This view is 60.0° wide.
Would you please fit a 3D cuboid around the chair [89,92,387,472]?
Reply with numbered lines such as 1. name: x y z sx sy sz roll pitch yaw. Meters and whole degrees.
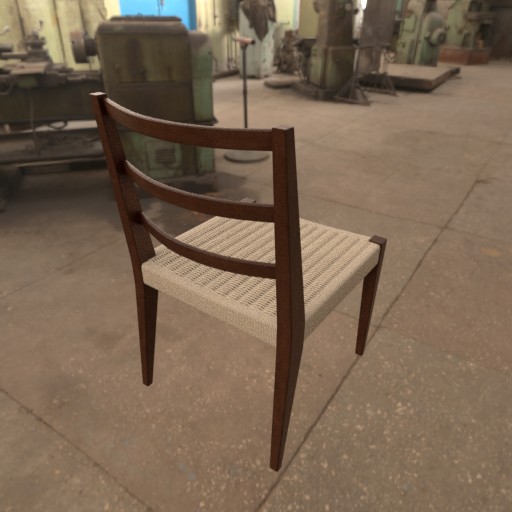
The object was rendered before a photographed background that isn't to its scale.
1. chair: 0.000 0.000 1.134 0.480 0.813 0.551 20 36 31
